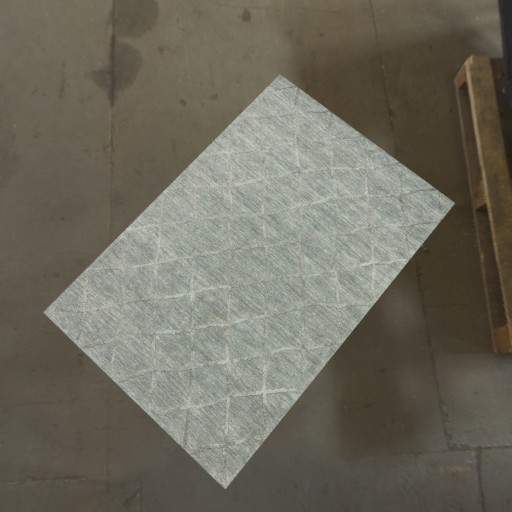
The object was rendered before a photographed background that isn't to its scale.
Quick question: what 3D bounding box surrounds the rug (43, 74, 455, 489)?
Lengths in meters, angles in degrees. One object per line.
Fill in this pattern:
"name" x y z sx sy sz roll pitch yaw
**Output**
"rug" 0.000 0.000 2.852 1.521 0.006 2.283 40 78 10
